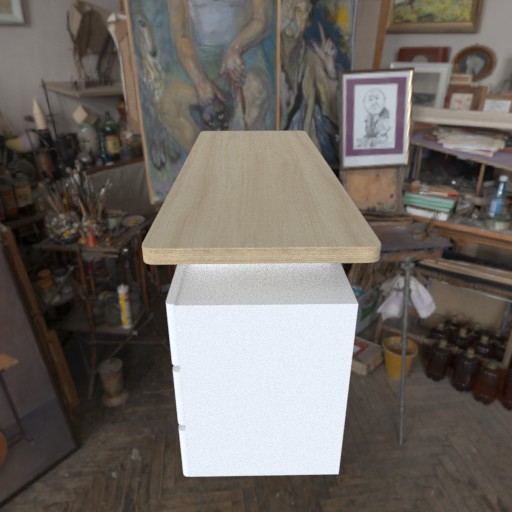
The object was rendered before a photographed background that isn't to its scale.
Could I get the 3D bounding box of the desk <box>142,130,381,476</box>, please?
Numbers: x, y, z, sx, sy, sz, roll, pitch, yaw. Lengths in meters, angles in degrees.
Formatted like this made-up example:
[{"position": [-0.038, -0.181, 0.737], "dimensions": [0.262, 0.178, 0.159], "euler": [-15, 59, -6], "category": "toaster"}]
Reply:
[{"position": [0.000, 0.000, 1.833], "dimensions": [0.550, 0.755, 1.500], "euler": [0, 25, -1], "category": "desk"}]
